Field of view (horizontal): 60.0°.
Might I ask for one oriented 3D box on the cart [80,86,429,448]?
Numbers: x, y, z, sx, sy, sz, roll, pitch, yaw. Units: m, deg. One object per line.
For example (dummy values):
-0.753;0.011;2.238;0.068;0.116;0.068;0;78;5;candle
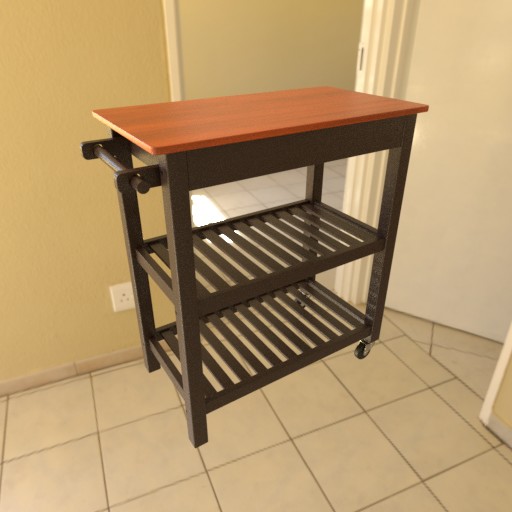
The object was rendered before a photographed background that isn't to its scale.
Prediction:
0.000;0.000;1.447;0.899;0.927;0.457;-17;33;-28;cart
